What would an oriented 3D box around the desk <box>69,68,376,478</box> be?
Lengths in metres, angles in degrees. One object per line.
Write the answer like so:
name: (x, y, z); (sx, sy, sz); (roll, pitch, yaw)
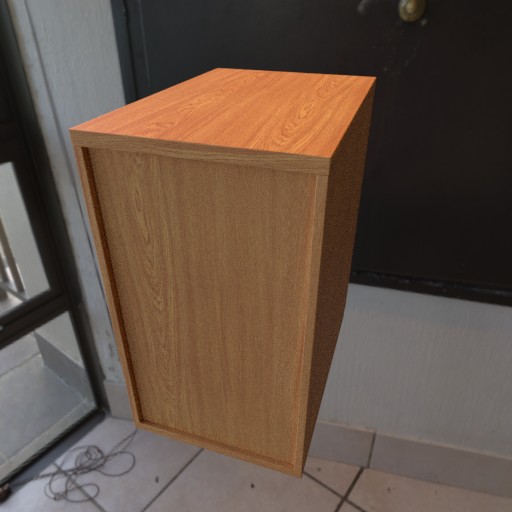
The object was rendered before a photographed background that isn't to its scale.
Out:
desk: (0.000, 0.000, 1.057); (0.404, 0.730, 0.600); (10, 33, 16)
